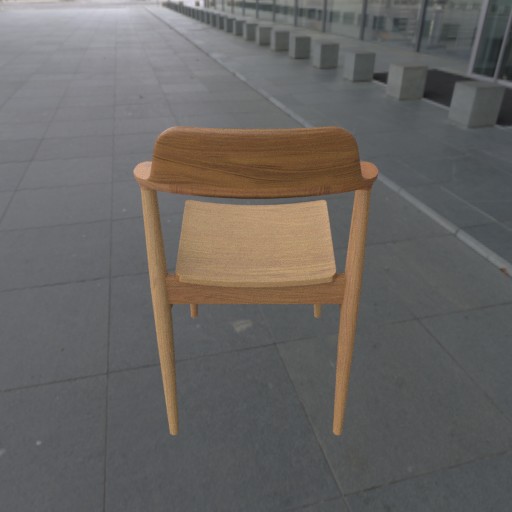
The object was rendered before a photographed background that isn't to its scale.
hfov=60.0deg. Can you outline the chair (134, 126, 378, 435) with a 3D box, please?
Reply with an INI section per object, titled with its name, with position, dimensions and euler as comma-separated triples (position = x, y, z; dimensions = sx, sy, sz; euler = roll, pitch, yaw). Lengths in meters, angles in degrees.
[chair]
position = 0.000, 0.000, 1.160
dimensions = 0.512, 0.792, 0.499
euler = 0, 31, 0
